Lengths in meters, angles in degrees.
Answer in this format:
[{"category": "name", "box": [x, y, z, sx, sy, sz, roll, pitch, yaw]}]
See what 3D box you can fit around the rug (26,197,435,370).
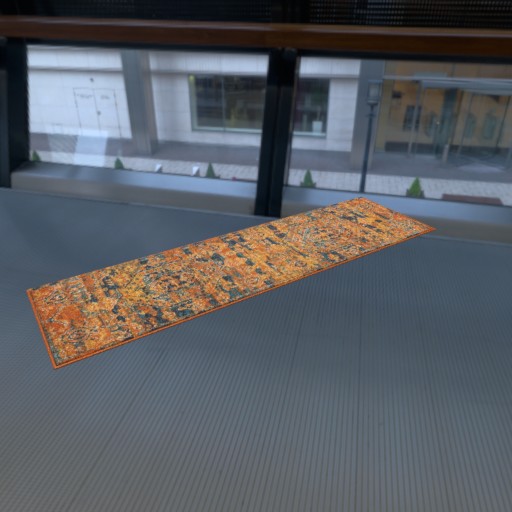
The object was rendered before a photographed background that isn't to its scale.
[{"category": "rug", "box": [0.000, 0.000, 2.481, 2.274, 0.016, 0.651, -18, 34, -28]}]
